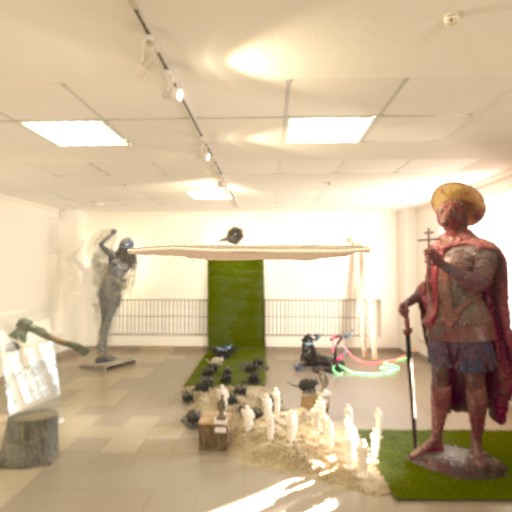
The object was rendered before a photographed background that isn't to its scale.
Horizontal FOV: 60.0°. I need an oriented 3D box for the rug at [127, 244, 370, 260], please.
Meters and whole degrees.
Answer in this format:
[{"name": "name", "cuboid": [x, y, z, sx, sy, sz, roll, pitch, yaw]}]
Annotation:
[{"name": "rug", "cuboid": [0.000, 0.000, 2.687, 0.831, 0.036, 2.381, 0, -1, 1]}]
